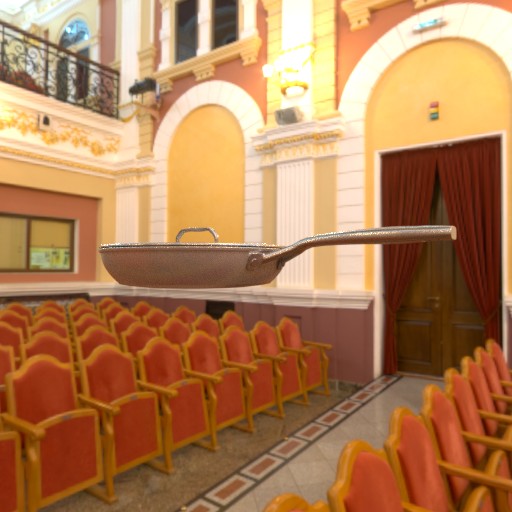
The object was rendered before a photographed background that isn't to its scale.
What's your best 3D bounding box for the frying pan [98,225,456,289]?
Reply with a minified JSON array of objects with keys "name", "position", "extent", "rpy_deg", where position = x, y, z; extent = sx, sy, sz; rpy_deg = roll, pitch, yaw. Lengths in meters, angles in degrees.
[{"name":"frying pan","position":[0.000,0.000,0.587],"extent":[0.490,0.086,0.272],"rpy_deg":[-1,-1,36]}]
